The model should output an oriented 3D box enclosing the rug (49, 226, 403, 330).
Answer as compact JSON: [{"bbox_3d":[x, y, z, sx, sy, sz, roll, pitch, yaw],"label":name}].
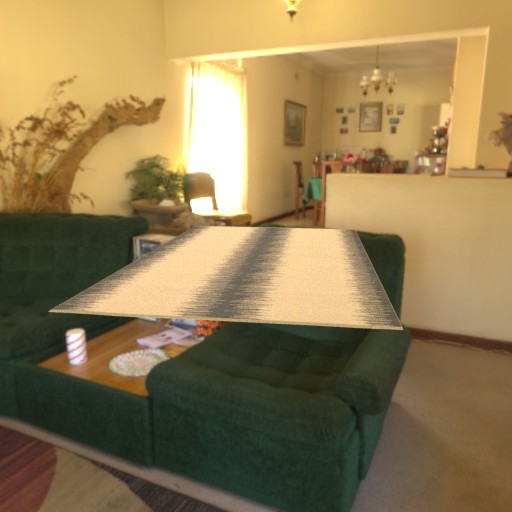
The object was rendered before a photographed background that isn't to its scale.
[{"bbox_3d":[0.000,0.000,3.038,1.519,0.003,2.453,2,13,8],"label":"rug"}]
